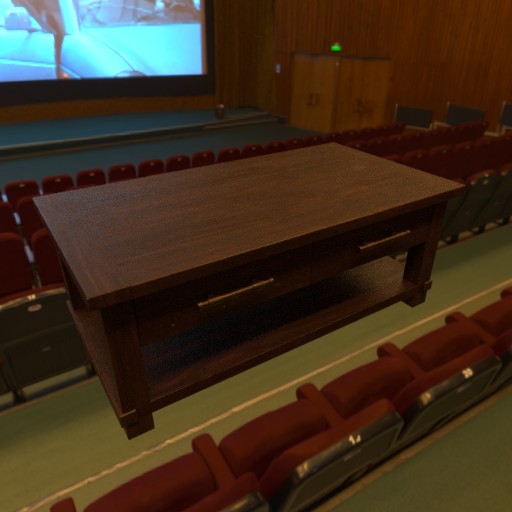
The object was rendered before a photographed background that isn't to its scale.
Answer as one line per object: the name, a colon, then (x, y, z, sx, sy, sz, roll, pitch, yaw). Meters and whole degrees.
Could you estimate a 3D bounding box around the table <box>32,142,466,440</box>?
table: (0.000, 0.000, 1.585, 1.270, 0.494, 0.700, -17, 33, -28)
